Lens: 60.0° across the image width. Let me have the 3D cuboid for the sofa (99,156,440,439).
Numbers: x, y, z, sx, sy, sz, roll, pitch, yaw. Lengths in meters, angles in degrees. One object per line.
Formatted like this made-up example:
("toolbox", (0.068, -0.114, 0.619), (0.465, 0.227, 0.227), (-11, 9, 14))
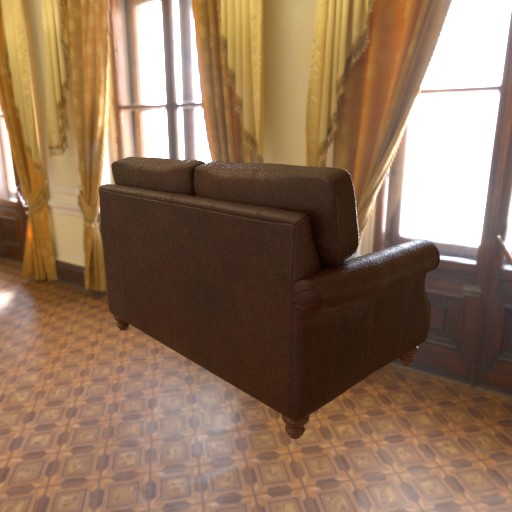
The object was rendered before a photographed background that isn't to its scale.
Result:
("sofa", (0.000, 0.000, 2.263), (0.990, 0.976, 1.616), (-14, 20, -42))
